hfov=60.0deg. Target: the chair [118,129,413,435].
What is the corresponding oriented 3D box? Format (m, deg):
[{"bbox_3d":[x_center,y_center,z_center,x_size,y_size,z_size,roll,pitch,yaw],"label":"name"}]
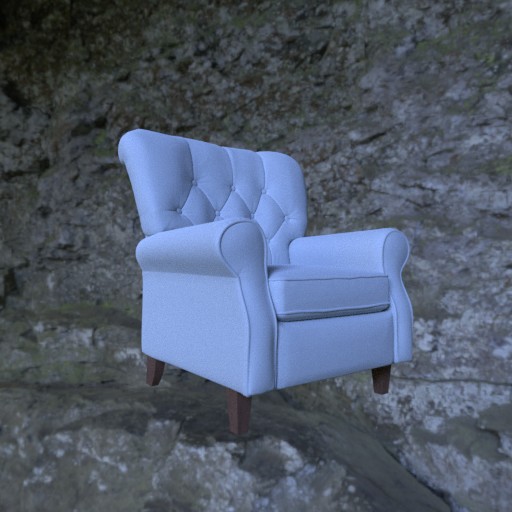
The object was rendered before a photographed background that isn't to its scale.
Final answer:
[{"bbox_3d":[0.000,0.000,2.080,1.090,1.217,1.128,1,-1,-36],"label":"chair"}]
